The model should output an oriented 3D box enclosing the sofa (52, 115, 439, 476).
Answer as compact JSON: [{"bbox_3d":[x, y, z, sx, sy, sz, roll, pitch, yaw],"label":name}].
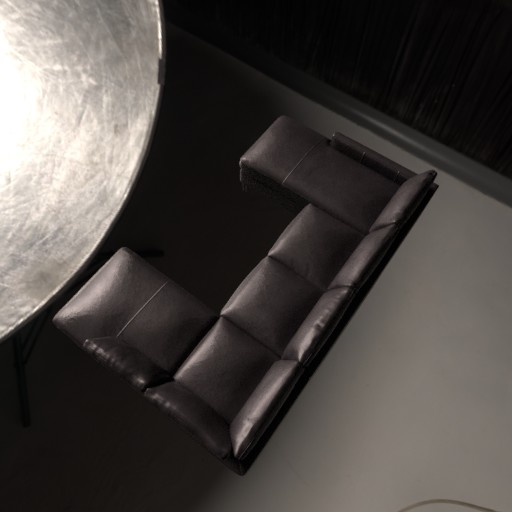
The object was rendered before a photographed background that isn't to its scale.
[{"bbox_3d":[0.000,0.000,3.875,1.939,0.900,2.956,33,68,15],"label":"sofa"}]
